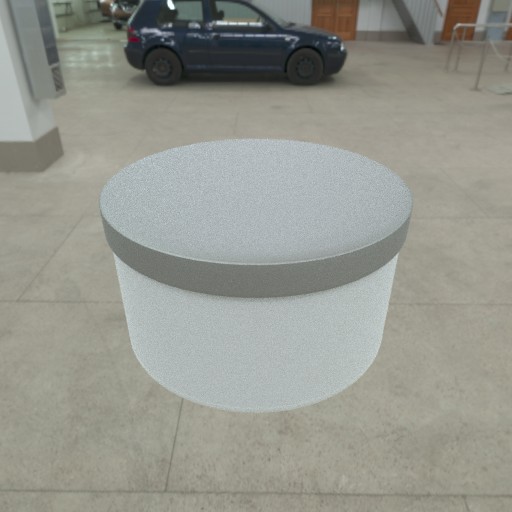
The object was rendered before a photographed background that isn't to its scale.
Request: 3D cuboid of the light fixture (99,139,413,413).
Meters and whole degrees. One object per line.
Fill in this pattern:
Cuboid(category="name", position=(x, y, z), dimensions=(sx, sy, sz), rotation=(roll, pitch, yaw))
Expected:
Cuboid(category="light fixture", position=(0.000, 0.000, 0.637), dimensions=(0.393, 0.229, 0.393), rotation=(0, 31, 0))
